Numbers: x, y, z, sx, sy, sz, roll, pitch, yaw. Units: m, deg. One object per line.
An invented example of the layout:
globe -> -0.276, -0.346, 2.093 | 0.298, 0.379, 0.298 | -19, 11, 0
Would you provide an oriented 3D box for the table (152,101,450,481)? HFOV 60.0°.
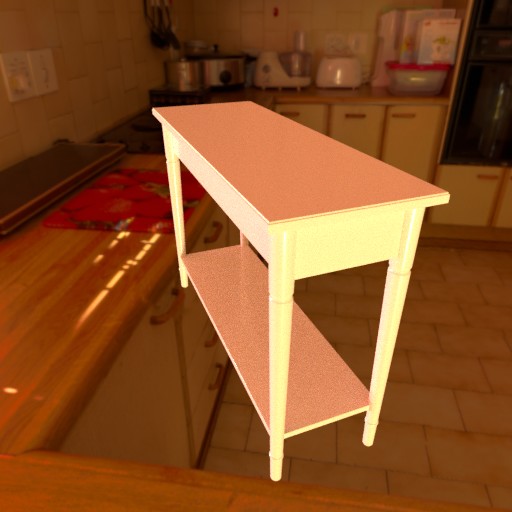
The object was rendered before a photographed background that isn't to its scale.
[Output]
table -> 0.000, 0.000, 1.405 | 0.381, 0.749, 1.067 | -11, 31, -19
